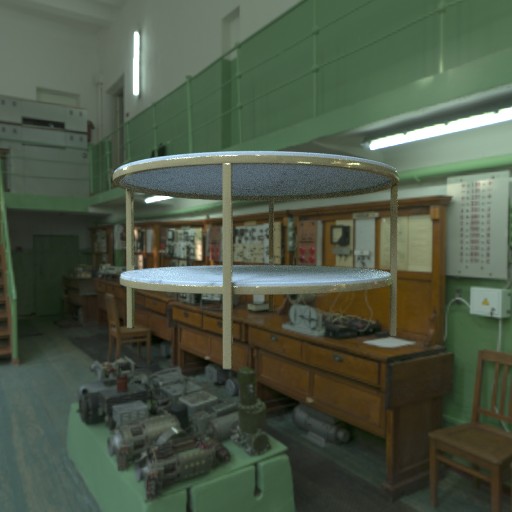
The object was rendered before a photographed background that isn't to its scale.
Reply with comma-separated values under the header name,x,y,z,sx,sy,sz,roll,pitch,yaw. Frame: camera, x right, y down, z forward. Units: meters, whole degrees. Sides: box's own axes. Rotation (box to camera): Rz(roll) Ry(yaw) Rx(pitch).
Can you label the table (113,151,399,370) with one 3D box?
name,x,y,z,sx,sy,sz,roll,pitch,yaw
table,0.000,0.000,1.307,0.800,0.450,0.800,0,2,0
